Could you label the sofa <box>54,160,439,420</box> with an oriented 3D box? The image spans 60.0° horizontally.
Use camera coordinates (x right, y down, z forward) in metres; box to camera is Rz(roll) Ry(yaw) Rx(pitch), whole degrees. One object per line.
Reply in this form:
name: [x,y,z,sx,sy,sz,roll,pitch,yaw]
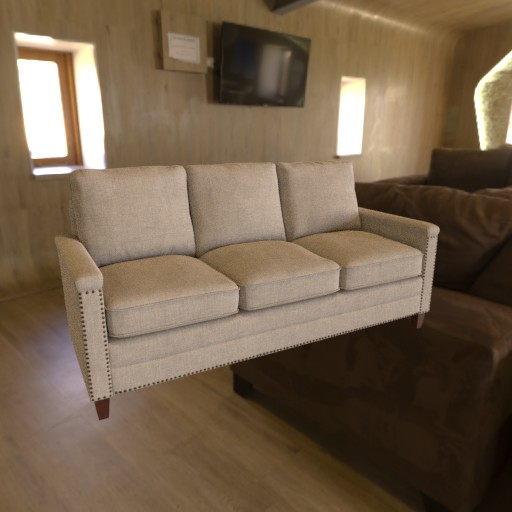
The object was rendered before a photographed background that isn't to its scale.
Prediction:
sofa: [0.000,0.000,2.407,1.925,0.959,0.828,-8,18,-27]
